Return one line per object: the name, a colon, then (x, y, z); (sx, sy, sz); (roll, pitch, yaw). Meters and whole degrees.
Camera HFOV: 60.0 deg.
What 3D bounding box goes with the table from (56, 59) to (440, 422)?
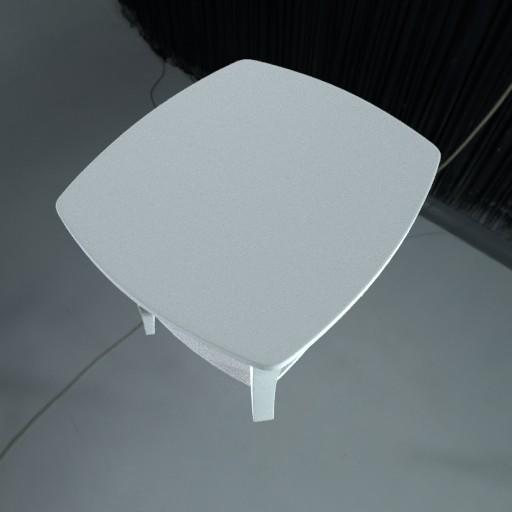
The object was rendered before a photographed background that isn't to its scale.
table: (0.000, 0.000, 0.839); (0.451, 0.438, 0.502); (33, 63, 19)
